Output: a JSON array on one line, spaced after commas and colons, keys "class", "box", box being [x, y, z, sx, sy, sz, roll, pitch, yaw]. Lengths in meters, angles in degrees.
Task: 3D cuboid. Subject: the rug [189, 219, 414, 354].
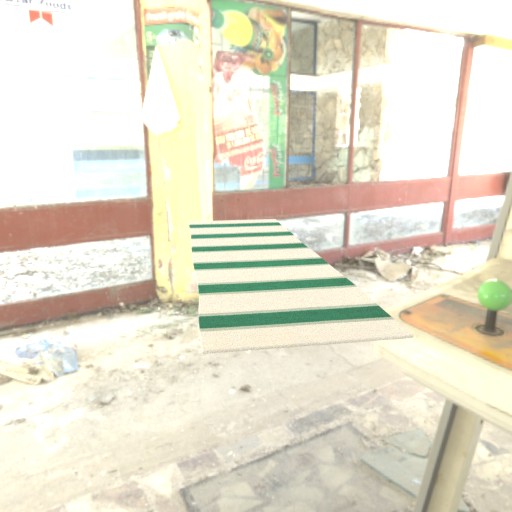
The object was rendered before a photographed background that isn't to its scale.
[{"class": "rug", "box": [0.000, 0.000, 2.703, 0.768, 0.012, 2.438, -2, 15, -9]}]
